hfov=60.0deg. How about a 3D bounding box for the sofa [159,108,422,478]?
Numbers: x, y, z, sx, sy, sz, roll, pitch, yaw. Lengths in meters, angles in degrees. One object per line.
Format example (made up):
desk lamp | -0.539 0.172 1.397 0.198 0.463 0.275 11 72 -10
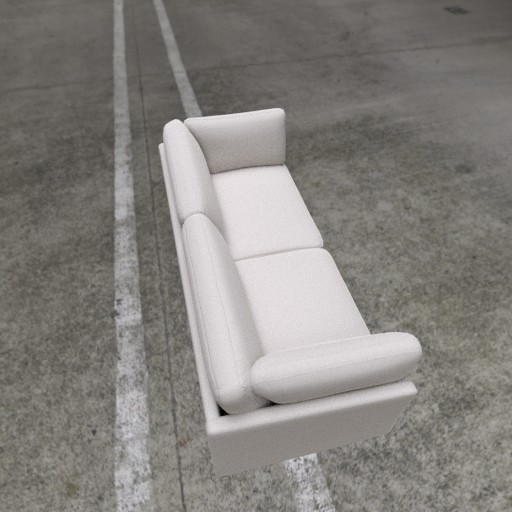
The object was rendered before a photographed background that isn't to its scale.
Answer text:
sofa | 0.000 0.000 2.762 0.957 0.863 2.301 -10 47 -10
